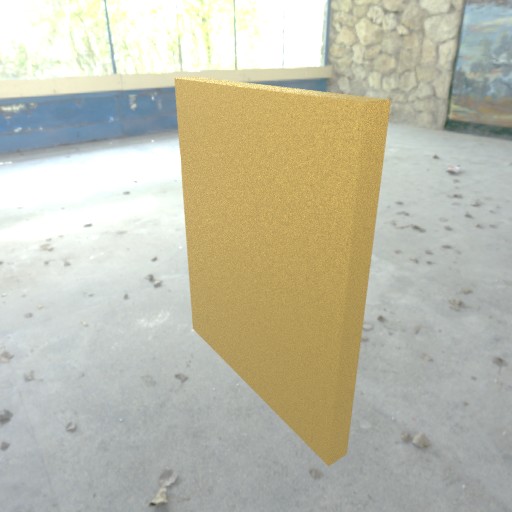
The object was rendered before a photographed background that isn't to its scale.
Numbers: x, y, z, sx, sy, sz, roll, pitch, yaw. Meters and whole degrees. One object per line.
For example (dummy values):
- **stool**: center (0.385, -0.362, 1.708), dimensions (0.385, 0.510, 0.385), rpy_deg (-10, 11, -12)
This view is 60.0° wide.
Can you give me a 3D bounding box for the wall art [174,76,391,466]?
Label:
- **wall art**: center (0.000, 0.000, 0.893), dimensions (0.048, 0.642, 0.537), rpy_deg (-17, 30, -31)
